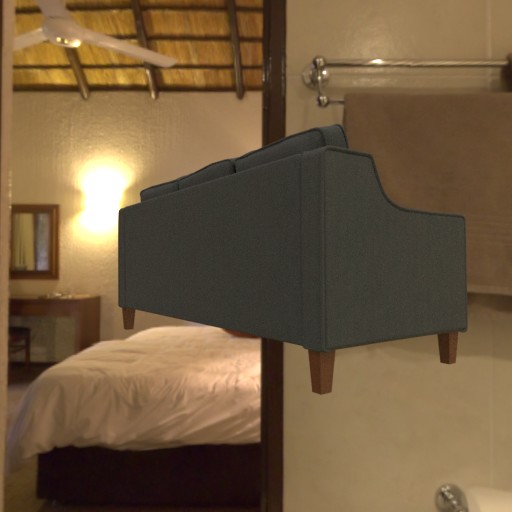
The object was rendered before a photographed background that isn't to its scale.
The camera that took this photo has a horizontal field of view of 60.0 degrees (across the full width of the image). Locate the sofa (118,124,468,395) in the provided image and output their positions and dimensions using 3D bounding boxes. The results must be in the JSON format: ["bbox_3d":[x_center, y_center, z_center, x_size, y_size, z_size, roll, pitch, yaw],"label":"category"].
[{"bbox_3d":[0.000,0.000,2.509,0.911,0.974,1.986,1,-2,-36],"label":"sofa"}]
